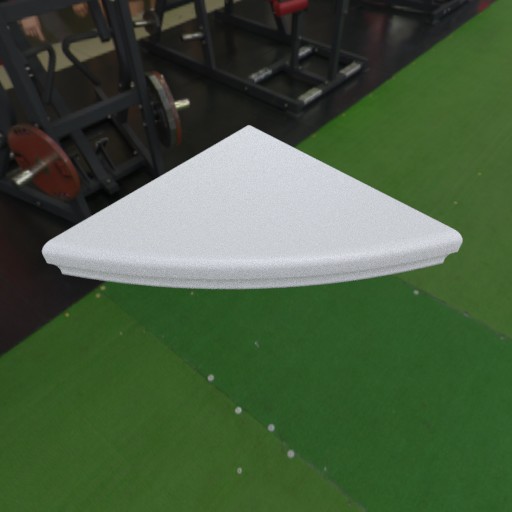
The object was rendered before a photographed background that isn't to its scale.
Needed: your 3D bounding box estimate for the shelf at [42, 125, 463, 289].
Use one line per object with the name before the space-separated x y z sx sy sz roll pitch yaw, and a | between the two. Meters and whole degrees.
shelf | 0.000 0.000 0.471 0.310 0.050 0.310 34 56 27
